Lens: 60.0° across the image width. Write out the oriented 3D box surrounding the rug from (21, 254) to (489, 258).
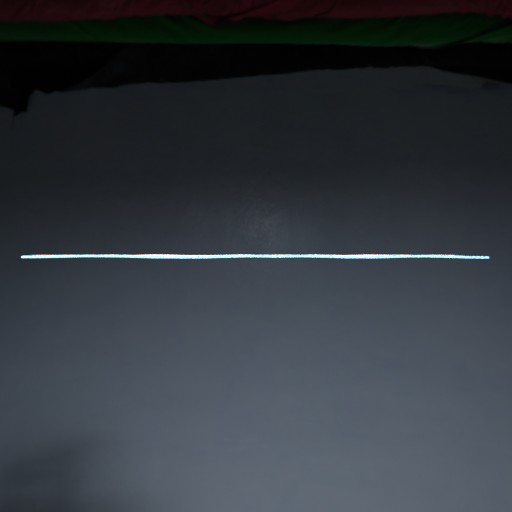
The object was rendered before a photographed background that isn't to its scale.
[{"bbox_3d":[0.000,0.000,2.323,1.847,0.014,1.195,0,0,1],"label":"rug"}]
